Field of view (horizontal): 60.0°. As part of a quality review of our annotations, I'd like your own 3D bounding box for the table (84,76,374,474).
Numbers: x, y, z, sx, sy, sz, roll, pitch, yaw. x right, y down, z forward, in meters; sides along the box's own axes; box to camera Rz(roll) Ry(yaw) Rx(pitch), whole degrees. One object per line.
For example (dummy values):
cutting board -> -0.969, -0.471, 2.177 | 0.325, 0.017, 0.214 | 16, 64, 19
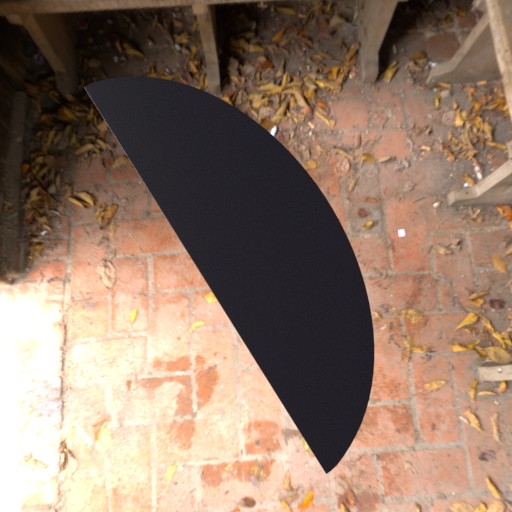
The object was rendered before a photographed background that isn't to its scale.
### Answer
table -> 0.000, 0.000, 1.561 | 0.394, 0.780, 1.219 | -32, 79, -7
